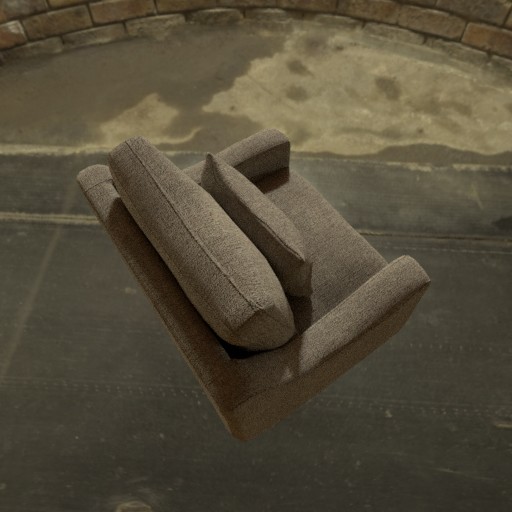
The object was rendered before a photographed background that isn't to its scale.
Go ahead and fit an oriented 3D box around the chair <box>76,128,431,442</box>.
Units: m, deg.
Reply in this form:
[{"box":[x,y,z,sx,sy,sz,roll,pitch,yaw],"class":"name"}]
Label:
[{"box":[0.000,0.000,1.945,1.009,1.037,1.138,-30,63,-18],"class":"chair"}]
